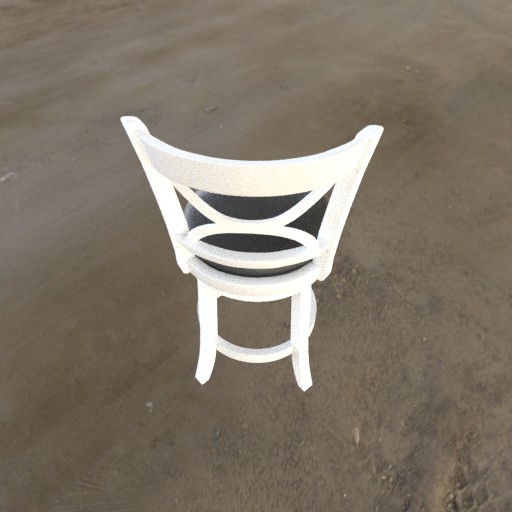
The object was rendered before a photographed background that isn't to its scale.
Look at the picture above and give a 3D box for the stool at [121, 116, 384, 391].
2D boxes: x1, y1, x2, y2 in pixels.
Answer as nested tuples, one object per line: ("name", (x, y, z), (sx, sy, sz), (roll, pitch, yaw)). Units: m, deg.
("stool", (0.000, 0.000, 1.188), (0.444, 0.953, 0.508), (3, 46, 3))
